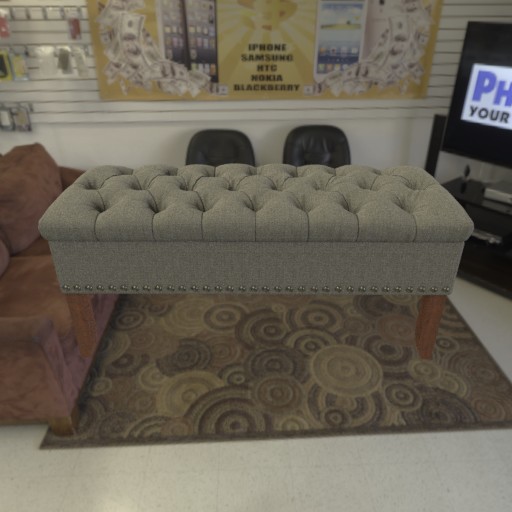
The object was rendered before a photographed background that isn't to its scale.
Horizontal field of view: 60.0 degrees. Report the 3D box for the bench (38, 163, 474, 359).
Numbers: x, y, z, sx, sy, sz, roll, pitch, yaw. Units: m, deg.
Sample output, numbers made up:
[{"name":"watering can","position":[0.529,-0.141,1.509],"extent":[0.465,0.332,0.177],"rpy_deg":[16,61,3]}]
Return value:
[{"name":"bench","position":[0.000,0.000,1.332],"extent":[1.052,0.470,0.417],"rpy_deg":[0,29,0]}]
